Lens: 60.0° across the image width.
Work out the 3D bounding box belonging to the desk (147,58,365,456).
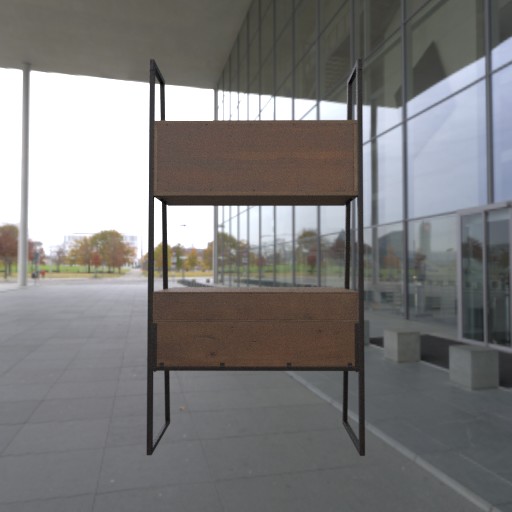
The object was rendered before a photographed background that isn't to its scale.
[{"bbox_3d":[0.000,0.000,2.269,0.982,1.809,0.515,0,-2,0],"label":"desk"}]
